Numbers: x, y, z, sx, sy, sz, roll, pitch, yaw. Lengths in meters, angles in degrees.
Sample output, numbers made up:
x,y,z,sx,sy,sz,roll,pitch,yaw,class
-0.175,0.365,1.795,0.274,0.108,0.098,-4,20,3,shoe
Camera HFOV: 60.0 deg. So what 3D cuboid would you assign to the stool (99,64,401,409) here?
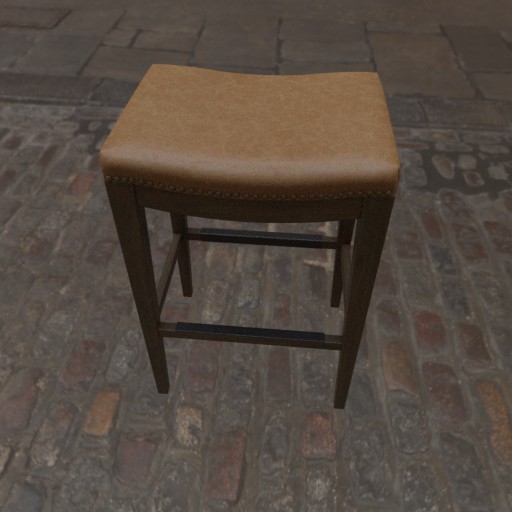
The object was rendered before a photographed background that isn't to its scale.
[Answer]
x,y,z,sx,sy,sz,roll,pitch,yaw,class
0.000,0.000,1.042,0.500,0.759,0.361,4,46,4,stool
